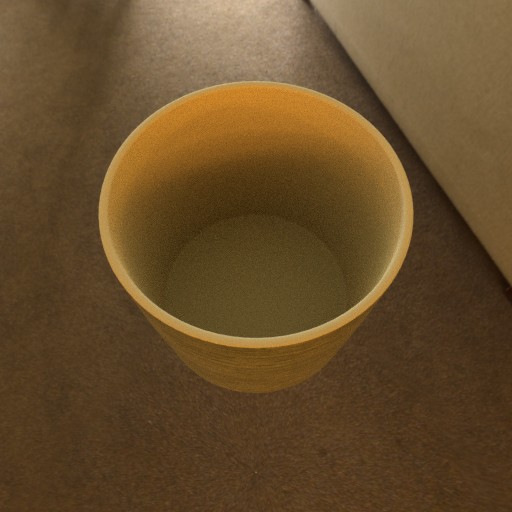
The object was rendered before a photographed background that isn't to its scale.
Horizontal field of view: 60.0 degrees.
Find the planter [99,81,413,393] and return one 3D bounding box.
[{"bbox_3d":[0.000,0.000,0.405,0.221,0.201,0.221,0,64,0],"label":"planter"}]
